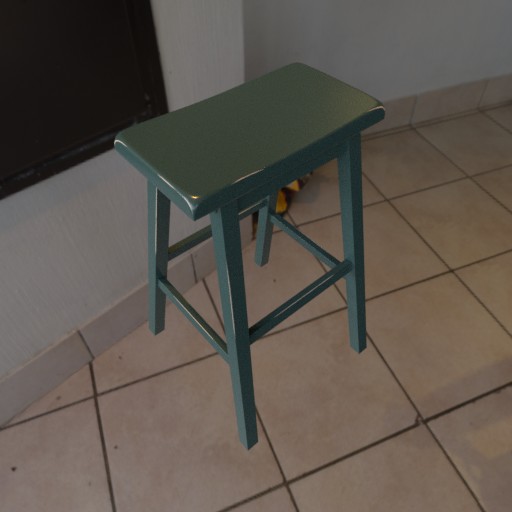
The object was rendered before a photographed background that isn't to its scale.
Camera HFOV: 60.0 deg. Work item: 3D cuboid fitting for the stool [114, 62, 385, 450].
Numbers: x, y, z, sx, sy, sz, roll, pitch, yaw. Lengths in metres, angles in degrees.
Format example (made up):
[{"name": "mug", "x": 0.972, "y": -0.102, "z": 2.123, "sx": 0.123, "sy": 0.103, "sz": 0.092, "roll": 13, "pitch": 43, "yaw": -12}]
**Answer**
[{"name": "stool", "x": 0.000, "y": 0.000, "z": 1.066, "sx": 0.457, "sy": 0.737, "sz": 0.476, "roll": -32, "pitch": 55, "yaw": -26}]
